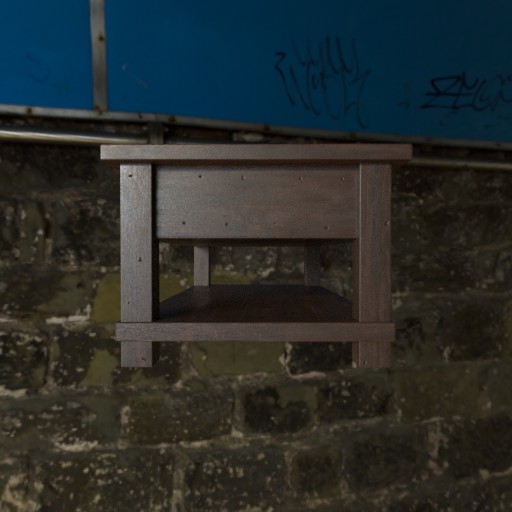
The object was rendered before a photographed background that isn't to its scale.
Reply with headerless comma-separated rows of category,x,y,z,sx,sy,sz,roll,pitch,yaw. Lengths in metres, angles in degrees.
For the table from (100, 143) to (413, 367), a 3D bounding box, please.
table,0.000,0.000,1.596,0.700,0.494,1.270,0,0,0
